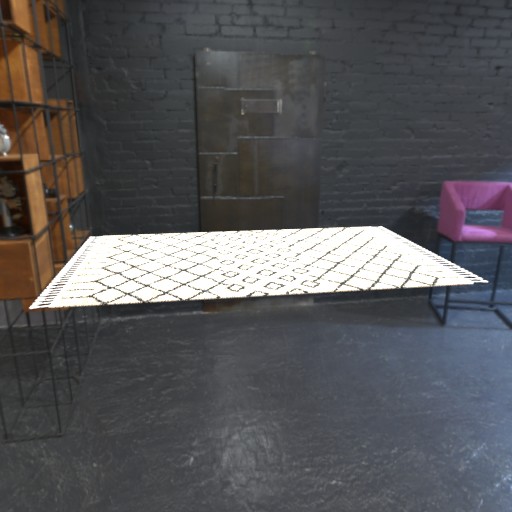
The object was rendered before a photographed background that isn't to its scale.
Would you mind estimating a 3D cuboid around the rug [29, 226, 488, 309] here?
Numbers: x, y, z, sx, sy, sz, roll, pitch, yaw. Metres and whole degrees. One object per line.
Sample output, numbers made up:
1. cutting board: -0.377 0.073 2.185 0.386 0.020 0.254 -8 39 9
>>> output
1. rug: 0.000 0.000 2.469 2.006 0.008 1.196 -2 17 -8
